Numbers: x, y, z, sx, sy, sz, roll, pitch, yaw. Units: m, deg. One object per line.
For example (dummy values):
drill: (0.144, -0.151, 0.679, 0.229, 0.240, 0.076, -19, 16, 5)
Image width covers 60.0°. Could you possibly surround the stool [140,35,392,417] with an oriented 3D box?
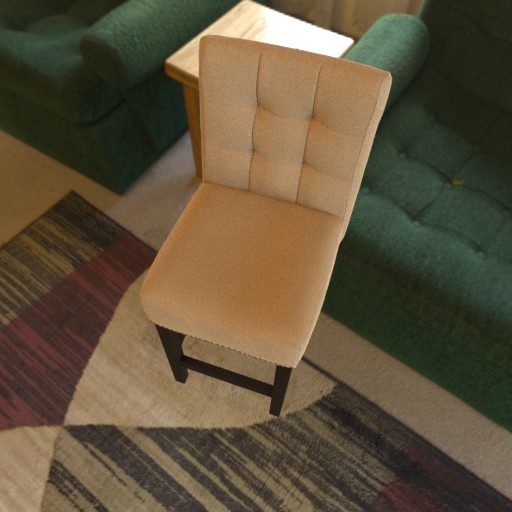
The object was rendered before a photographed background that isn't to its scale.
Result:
stool: (0.000, 0.000, 1.186, 0.427, 0.885, 0.571, 16, 60, 10)
